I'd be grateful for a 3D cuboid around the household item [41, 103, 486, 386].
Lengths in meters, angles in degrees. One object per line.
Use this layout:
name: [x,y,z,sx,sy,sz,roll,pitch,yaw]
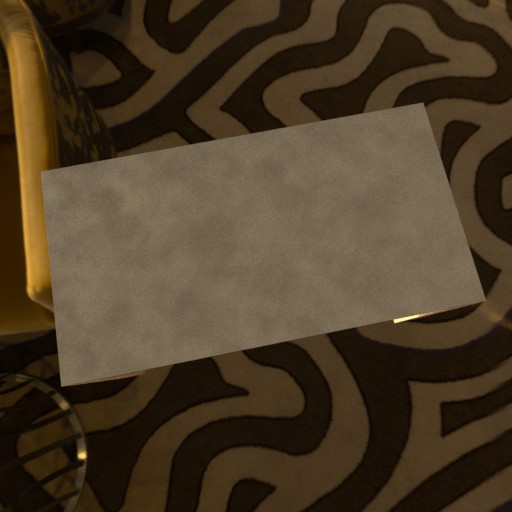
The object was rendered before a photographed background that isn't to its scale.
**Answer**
household item: [0.000,0.000,2.097,1.600,0.755,0.850,-11,77,-3]
